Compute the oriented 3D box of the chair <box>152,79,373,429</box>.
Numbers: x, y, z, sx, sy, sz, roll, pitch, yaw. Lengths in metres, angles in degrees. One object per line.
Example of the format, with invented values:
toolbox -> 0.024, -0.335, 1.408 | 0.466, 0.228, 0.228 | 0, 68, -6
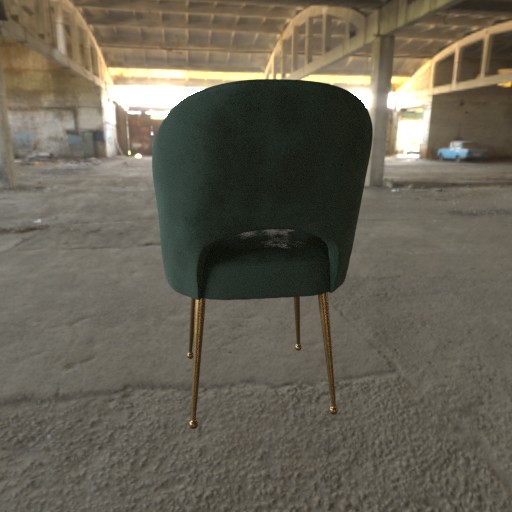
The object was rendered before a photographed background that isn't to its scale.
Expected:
chair -> 0.000, 0.000, 1.242 | 0.527, 0.860, 0.577 | -2, 15, -9
